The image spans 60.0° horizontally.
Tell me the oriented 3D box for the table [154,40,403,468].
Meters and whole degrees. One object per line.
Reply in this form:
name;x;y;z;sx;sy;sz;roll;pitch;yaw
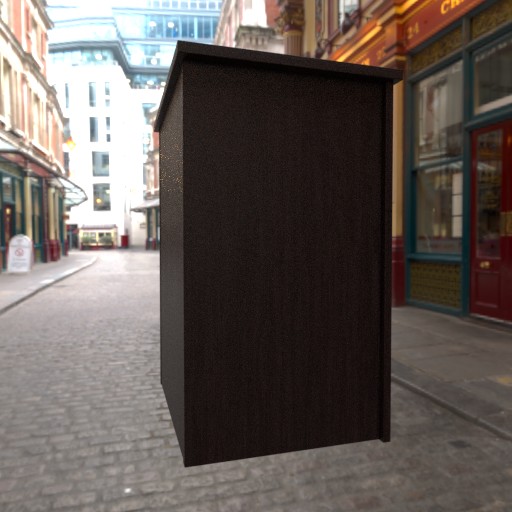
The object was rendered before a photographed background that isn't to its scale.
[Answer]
table;0.000;0.000;0.928;0.381;0.635;0.480;0;2;-17
